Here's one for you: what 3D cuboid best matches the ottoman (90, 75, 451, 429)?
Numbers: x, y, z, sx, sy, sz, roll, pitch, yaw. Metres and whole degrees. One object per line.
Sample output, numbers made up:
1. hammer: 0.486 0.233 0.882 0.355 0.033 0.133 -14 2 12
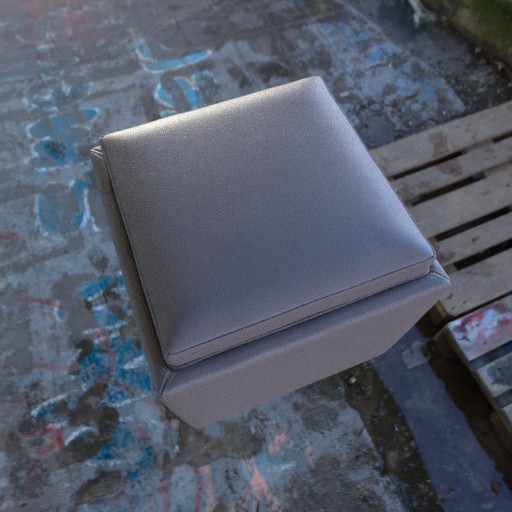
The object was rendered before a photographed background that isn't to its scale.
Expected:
1. ottoman: 0.000 0.000 0.823 0.451 0.460 0.450 -19 64 -10
